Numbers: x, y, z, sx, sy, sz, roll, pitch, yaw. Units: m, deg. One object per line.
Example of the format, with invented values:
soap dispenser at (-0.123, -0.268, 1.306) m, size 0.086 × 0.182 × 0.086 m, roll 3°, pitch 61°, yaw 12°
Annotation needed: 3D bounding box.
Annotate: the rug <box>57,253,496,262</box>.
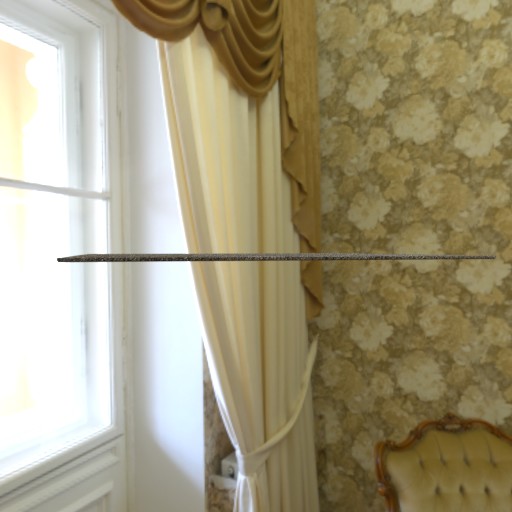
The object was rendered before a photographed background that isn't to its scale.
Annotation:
rug at (0.000, 0.000, 3.996) m, size 3.000 × 0.025 × 2.401 m, roll 0°, pitch 1°, yaw -17°
